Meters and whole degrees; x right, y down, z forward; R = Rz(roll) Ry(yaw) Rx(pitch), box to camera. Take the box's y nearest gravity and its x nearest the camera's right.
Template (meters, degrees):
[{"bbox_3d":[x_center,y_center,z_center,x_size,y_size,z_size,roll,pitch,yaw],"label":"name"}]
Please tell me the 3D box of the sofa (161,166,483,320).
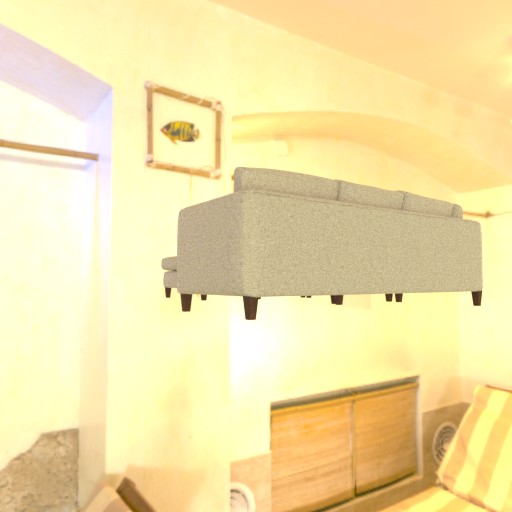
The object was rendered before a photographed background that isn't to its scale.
[{"bbox_3d":[0.000,0.000,4.617,2.593,0.959,3.460,2,-4,-35],"label":"sofa"}]
